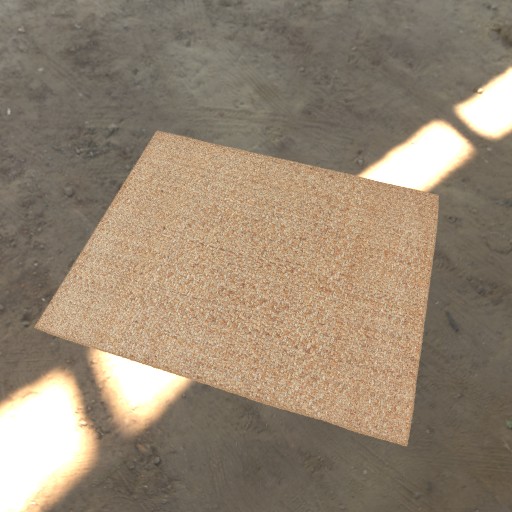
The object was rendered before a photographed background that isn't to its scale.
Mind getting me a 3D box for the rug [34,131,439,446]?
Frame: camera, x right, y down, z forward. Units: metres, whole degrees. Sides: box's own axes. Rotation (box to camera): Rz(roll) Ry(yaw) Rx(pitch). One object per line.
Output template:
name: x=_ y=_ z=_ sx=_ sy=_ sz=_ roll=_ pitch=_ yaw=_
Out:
rug: x=0.000 y=0.000 z=3.987 sx=3.048 sy=0.013 sz=2.439 roll=15 pitch=59 yaw=9
